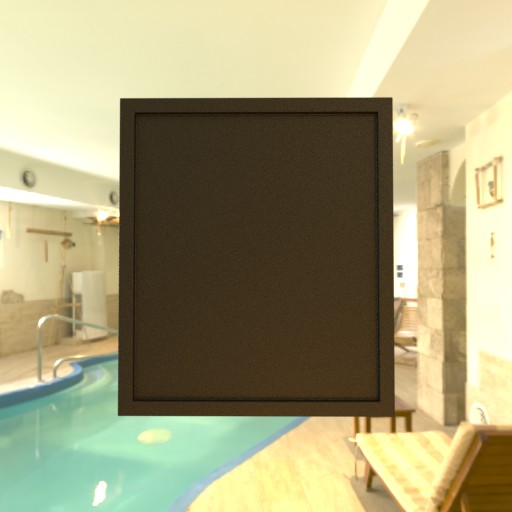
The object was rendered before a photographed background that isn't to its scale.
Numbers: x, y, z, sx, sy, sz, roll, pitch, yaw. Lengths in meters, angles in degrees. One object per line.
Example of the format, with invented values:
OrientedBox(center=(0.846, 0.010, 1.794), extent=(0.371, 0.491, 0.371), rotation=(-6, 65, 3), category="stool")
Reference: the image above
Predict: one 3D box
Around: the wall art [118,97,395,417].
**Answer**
OrientedBox(center=(0.000, 0.000, 0.542), extent=(0.328, 0.381, 0.028), rotation=(0, -1, 0), category="wall art")
